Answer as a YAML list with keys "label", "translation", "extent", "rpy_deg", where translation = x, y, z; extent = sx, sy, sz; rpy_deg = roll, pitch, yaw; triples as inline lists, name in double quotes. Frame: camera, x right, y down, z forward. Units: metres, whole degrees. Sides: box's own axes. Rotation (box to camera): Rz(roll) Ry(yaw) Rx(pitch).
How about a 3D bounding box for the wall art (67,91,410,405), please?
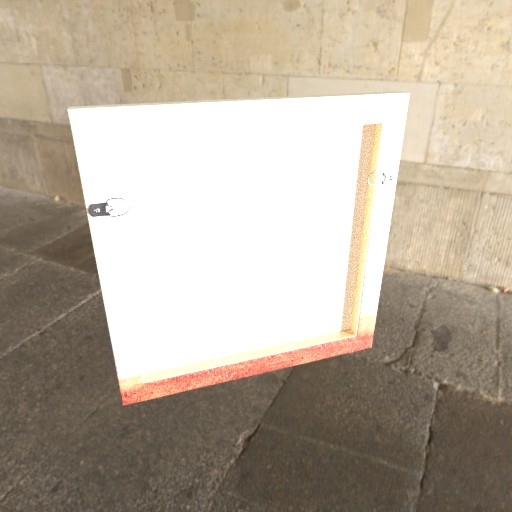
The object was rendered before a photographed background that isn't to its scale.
- label: "wall art"
  translation: [0.000, 0.000, 1.129]
  extent: [0.760, 0.760, 0.042]
  rpy_deg: [-9, 28, -16]
